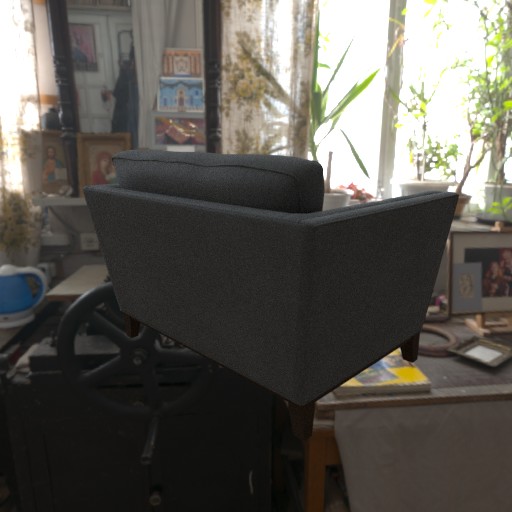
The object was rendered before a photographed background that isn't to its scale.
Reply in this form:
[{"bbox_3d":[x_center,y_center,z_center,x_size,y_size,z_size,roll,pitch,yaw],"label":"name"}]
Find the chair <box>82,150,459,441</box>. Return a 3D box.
[{"bbox_3d":[0.000,0.000,2.032,0.965,0.942,1.396,-14,20,-43],"label":"chair"}]
